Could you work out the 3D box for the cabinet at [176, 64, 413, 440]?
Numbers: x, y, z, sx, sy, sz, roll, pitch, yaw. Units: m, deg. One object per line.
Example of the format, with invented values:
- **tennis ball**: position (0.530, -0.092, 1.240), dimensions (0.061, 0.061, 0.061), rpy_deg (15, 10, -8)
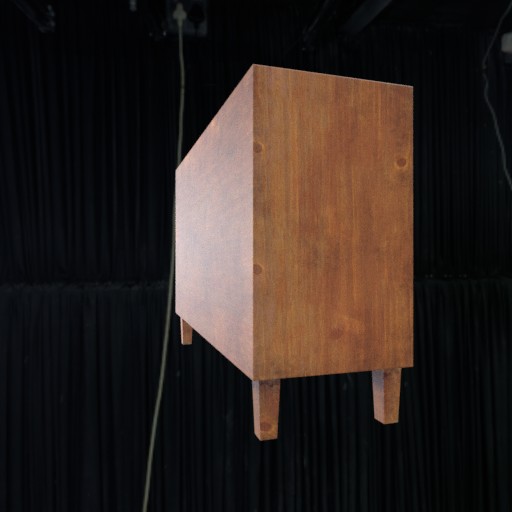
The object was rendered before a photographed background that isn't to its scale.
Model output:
- **cabinet**: position (0.000, 0.000, 1.567), dimensions (0.403, 0.805, 1.204), rpy_deg (0, 0, -18)
